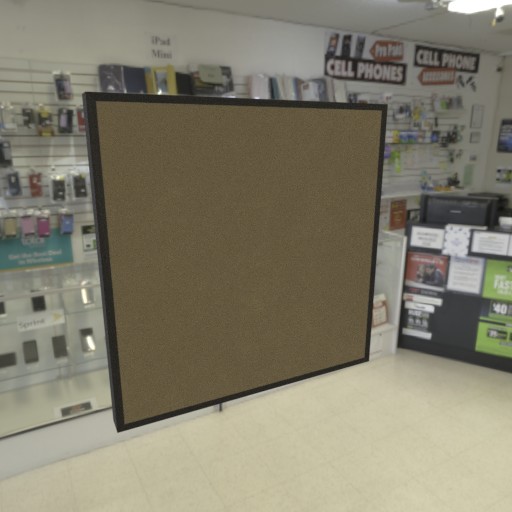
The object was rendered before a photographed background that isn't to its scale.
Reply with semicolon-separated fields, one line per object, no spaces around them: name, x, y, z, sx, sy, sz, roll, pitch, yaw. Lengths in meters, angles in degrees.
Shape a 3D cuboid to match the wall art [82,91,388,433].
wall art;0.000;0.000;0.760;0.509;0.507;0.037;-8;17;-26
